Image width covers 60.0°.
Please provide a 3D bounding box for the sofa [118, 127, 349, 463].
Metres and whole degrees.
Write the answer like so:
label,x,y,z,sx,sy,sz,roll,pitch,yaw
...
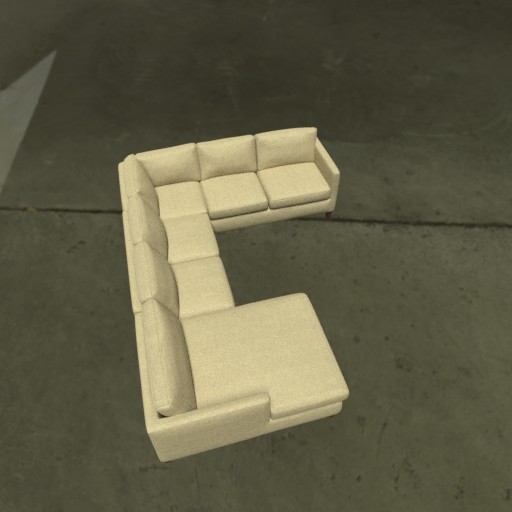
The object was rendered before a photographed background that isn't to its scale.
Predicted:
label,x,y,z,sx,sy,sz,roll,pitch,yaw
sofa,0.000,0.000,4.696,2.593,0.959,3.460,-11,48,-10
